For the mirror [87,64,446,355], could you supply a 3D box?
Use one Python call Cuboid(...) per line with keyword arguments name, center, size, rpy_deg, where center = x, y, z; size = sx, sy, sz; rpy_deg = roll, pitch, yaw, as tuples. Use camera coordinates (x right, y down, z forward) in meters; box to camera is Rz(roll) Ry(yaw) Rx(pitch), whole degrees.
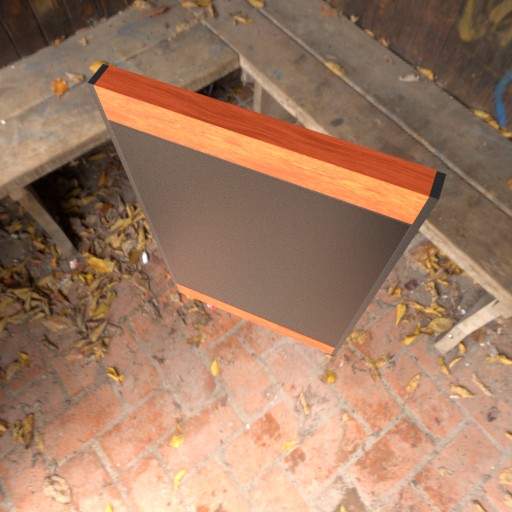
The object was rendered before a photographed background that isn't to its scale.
Cuboid(name="mirror", center=(0.000, 0.000, 0.987), size=(0.525, 0.823, 0.047), rpy_deg=(21, 66, 10))
